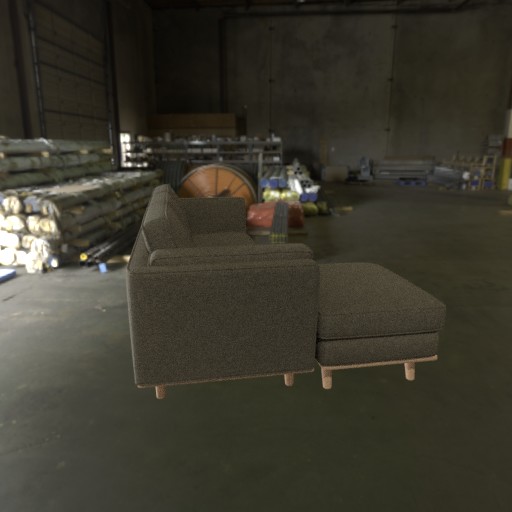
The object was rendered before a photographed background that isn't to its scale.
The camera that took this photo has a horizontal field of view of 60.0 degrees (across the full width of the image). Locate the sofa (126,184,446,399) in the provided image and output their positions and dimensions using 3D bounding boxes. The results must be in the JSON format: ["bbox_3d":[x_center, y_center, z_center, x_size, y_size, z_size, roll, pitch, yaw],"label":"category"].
[{"bbox_3d":[0.000,0.000,3.236,1.604,0.929,2.411,-3,15,-10],"label":"sofa"}]
